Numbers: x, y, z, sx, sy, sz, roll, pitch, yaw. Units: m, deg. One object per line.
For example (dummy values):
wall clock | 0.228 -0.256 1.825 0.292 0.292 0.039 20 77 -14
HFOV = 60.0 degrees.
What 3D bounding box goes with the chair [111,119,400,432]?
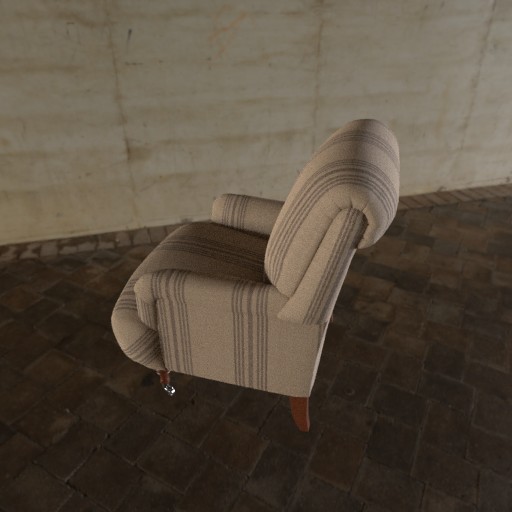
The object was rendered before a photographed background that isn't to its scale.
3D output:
chair | 0.000 0.000 1.643 0.914 0.940 0.813 8 31 14
